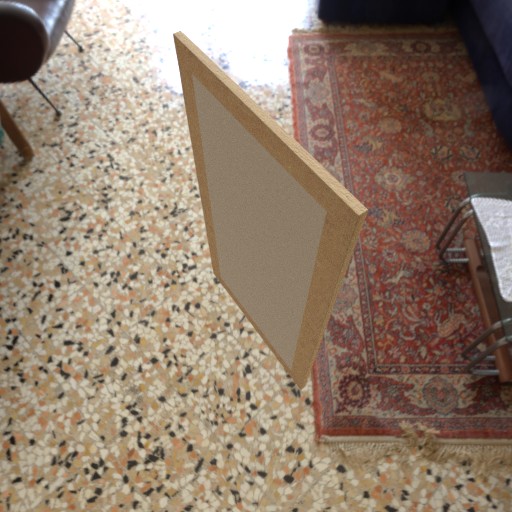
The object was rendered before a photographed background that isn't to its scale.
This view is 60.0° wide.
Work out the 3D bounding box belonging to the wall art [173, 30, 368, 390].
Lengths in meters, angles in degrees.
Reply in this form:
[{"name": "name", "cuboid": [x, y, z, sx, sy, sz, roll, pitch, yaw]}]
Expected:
[{"name": "wall art", "cuboid": [0.000, 0.000, 0.824, 0.013, 0.683, 0.381, -31, 64, -17]}]
